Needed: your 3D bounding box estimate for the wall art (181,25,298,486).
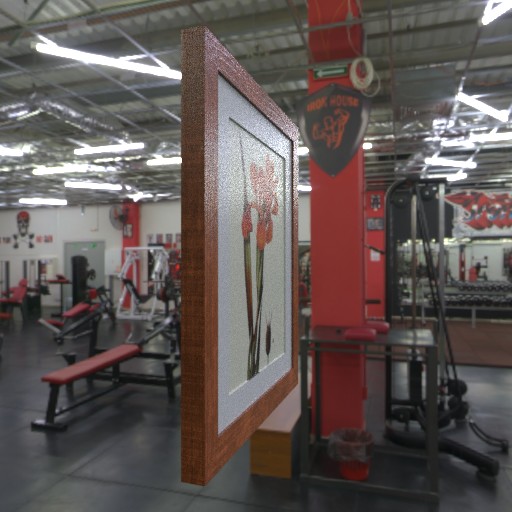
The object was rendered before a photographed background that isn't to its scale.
[{"bbox_3d":[0.000,0.000,0.770,0.033,0.567,0.467,0,0,20],"label":"wall art"}]
